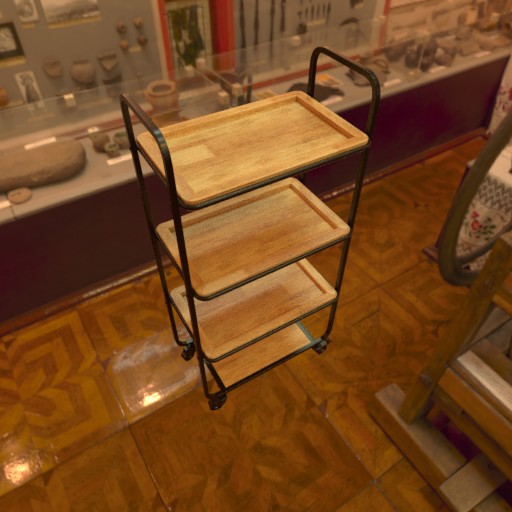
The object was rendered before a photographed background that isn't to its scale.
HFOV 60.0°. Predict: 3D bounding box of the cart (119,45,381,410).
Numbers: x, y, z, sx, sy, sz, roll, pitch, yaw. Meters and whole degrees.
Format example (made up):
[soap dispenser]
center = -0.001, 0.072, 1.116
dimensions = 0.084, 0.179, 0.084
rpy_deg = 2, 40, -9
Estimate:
[cart]
center = 0.000, 0.000, 1.343
dimensions = 0.545, 1.080, 0.321
rpy_deg = -23, 50, -21
